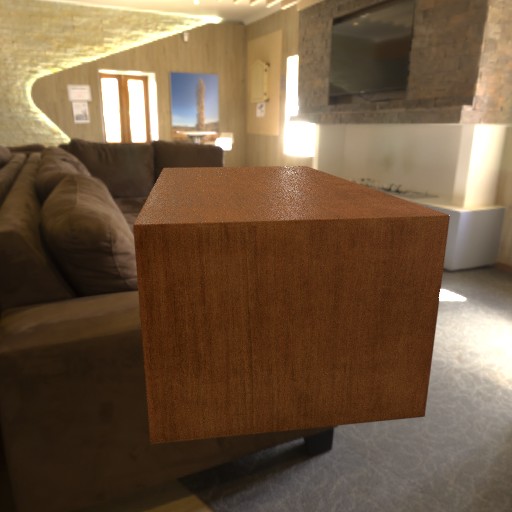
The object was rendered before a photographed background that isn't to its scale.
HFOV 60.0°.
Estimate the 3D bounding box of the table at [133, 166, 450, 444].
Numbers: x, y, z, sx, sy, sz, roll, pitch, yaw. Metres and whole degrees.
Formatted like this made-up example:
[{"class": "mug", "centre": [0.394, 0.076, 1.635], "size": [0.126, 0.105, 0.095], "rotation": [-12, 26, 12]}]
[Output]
[{"class": "table", "centre": [0.000, 0.000, 1.281], "size": [0.549, 0.419, 1.000], "rotation": [-2, 17, -8]}]
